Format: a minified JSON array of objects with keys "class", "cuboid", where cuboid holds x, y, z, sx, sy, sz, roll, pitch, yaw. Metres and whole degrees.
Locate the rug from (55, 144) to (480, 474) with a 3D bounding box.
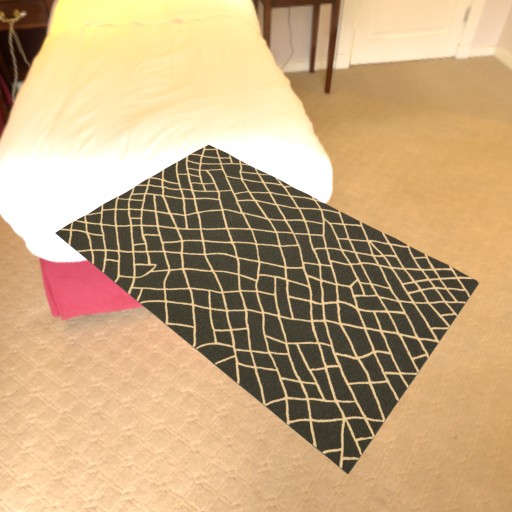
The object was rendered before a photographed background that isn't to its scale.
[{"class":"rug","cuboid":[0.000,0.000,2.971,2.448,0.017,1.529,32,54,27]}]
